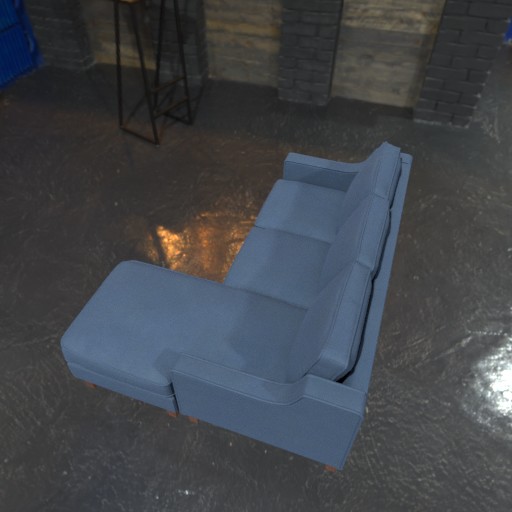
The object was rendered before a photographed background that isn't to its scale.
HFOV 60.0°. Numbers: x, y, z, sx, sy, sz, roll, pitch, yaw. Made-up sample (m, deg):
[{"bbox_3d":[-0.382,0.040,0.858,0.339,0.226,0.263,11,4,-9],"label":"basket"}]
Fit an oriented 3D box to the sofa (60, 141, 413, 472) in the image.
[{"bbox_3d":[0.000,0.000,3.247,1.858,1.066,2.317,14,47,13],"label":"sofa"}]
